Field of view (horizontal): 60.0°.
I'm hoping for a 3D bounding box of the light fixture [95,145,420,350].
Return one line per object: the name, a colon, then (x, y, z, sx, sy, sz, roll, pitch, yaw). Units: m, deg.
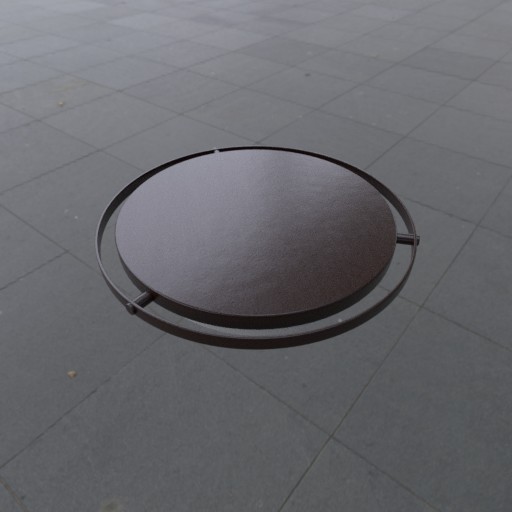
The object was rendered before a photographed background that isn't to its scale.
light fixture: (0.000, 0.000, 0.553, 0.361, 0.130, 0.361, 0, 40, 0)
